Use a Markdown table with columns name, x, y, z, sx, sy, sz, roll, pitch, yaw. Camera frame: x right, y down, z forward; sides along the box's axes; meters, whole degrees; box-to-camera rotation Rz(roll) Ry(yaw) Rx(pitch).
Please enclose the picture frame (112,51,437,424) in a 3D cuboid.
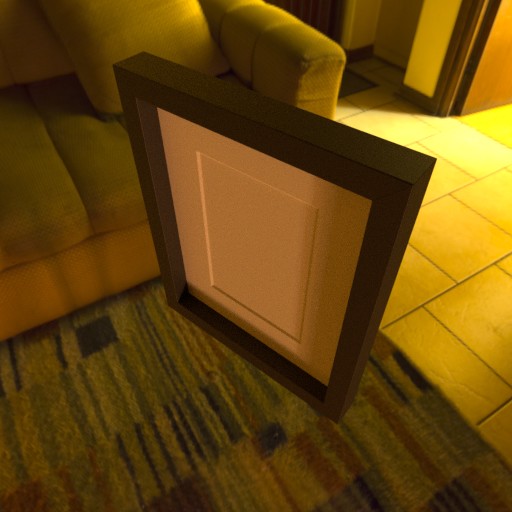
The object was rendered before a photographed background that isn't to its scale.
| name | x | y | z | sx | sy | sz | roll | pitch | yaw |
| --- | --- | --- | --- | --- | --- | --- | --- | --- | --- |
| picture frame | 0.000 | 0.000 | 0.384 | 0.232 | 0.284 | 0.042 | 29 | 53 | 25 |
